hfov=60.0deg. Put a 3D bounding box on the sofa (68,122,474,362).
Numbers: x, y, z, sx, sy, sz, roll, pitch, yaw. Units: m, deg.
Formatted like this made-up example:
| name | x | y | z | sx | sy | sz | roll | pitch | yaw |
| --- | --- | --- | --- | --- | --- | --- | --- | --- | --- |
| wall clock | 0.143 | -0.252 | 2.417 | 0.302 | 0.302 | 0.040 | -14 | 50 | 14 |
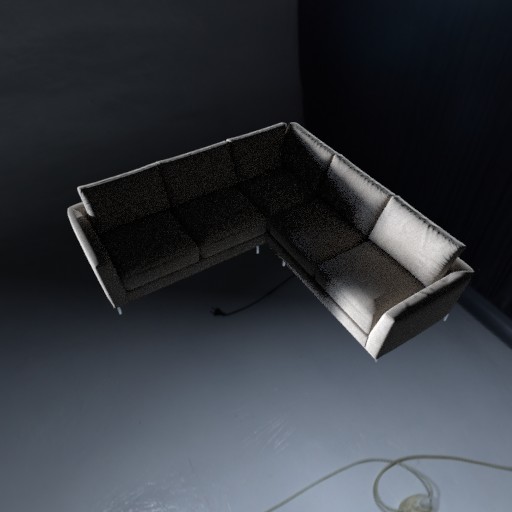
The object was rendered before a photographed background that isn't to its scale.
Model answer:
| name | x | y | z | sx | sy | sz | roll | pitch | yaw |
| --- | --- | --- | --- | --- | --- | --- | --- | --- | --- |
| sofa | 0.000 | 0.000 | 3.730 | 2.438 | 0.864 | 2.438 | -24 | 50 | -22 |
